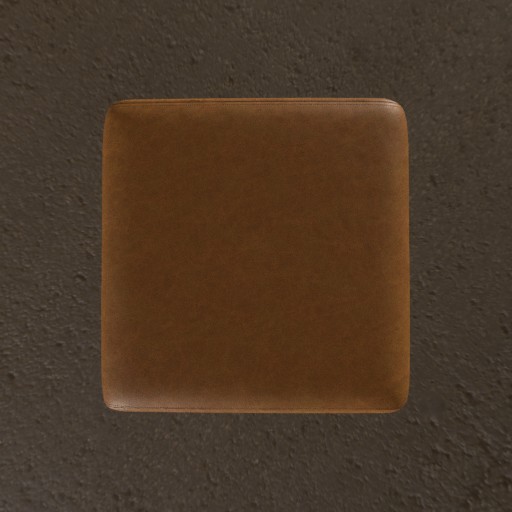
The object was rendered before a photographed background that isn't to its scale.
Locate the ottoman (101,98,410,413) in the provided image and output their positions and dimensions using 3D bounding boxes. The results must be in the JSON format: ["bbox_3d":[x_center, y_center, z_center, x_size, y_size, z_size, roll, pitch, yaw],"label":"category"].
[{"bbox_3d":[0.000,0.000,1.064,0.650,0.399,0.650,0,89,1],"label":"ottoman"}]
